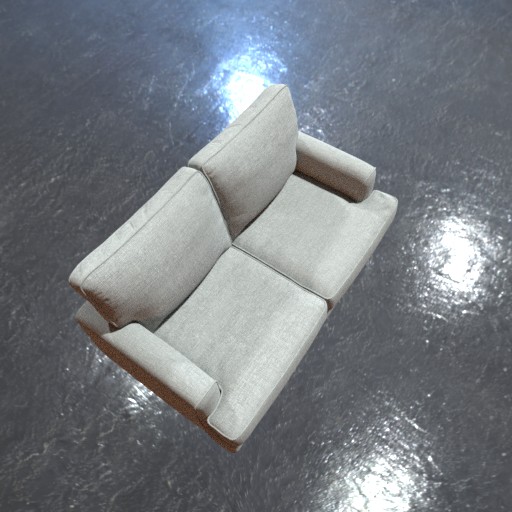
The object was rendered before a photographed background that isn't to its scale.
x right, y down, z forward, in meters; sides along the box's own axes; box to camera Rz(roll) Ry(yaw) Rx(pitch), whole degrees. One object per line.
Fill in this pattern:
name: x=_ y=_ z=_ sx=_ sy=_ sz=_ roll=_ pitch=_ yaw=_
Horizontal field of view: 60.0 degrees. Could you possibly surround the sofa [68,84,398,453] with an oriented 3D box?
sofa: x=0.000 y=0.000 z=2.344 sx=0.965 sy=0.965 sz=1.651 roll=31 pitch=63 yaw=18
